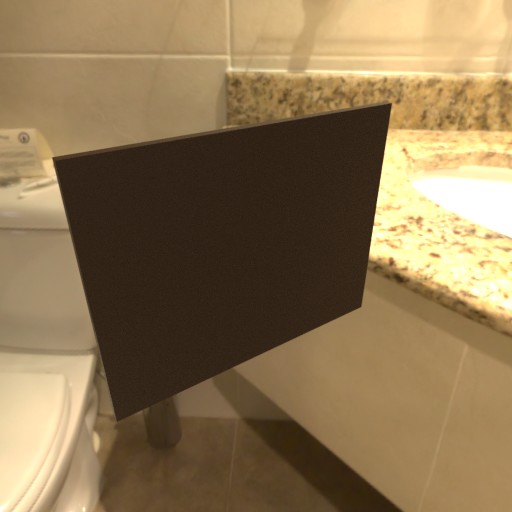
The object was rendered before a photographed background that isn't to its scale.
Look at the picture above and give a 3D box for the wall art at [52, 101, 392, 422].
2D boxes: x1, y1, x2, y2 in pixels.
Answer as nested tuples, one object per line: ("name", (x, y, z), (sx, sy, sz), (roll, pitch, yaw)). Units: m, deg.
("wall art", (0.000, 0.000, 1.628), (1.207, 0.952, 0.034), (-19, 35, -29))
